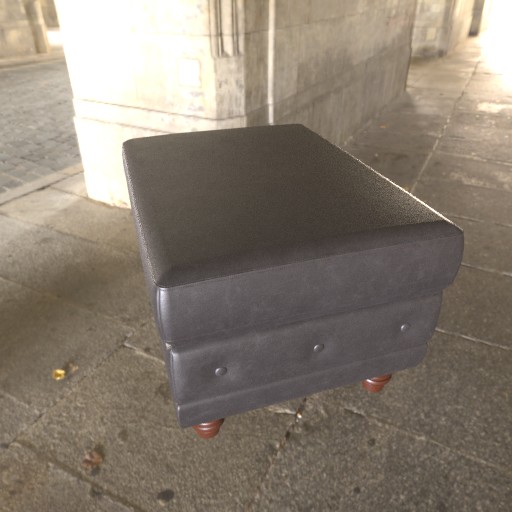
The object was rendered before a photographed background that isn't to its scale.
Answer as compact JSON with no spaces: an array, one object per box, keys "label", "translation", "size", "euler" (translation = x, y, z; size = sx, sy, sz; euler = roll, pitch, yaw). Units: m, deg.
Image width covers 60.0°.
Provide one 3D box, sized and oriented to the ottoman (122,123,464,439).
[{"label":"ottoman","translation":[0.000,0.000,1.172],"size":[0.590,0.498,0.795],"euler":[-10,33,-15]}]
